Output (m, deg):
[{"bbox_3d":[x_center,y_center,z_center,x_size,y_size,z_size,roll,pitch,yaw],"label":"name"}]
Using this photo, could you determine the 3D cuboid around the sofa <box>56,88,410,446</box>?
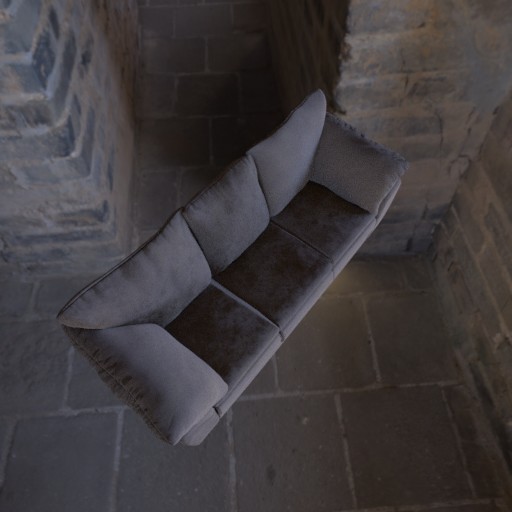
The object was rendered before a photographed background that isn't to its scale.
[{"bbox_3d":[0.000,0.000,2.832,0.878,1.073,2.336,34,63,20],"label":"sofa"}]
